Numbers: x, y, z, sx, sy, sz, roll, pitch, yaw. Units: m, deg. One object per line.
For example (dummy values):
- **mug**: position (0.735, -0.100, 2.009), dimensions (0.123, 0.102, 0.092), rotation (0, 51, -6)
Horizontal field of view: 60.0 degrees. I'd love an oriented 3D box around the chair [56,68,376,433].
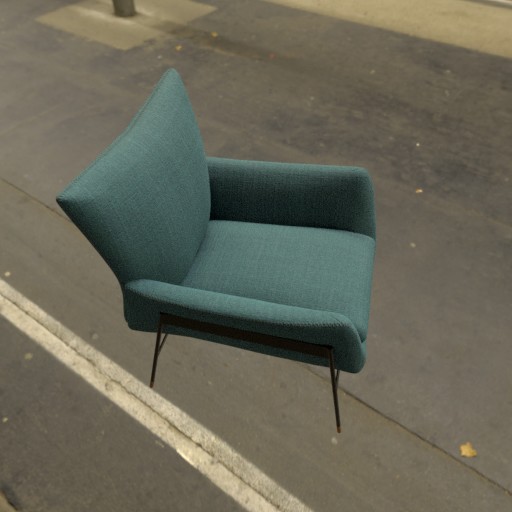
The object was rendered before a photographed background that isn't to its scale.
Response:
- **chair**: position (0.000, 0.000, 1.420), dimensions (0.769, 0.859, 0.678), rotation (10, 48, 9)
